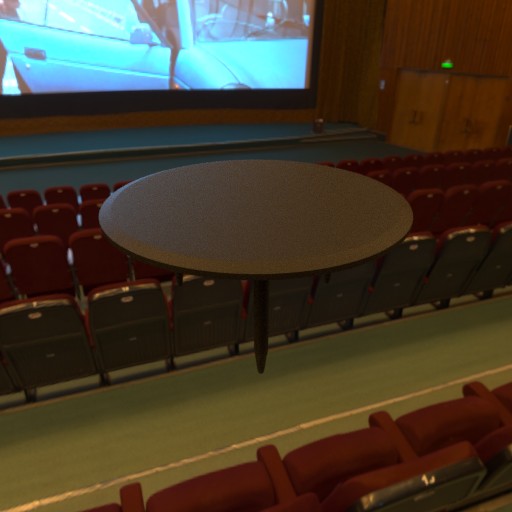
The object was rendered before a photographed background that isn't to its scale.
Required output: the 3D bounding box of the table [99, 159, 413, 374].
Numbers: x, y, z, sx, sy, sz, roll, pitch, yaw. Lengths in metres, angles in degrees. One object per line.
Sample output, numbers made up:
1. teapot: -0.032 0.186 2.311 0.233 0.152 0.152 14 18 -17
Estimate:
1. table: 0.000 0.000 1.416 0.900 0.400 0.900 0 27 0
